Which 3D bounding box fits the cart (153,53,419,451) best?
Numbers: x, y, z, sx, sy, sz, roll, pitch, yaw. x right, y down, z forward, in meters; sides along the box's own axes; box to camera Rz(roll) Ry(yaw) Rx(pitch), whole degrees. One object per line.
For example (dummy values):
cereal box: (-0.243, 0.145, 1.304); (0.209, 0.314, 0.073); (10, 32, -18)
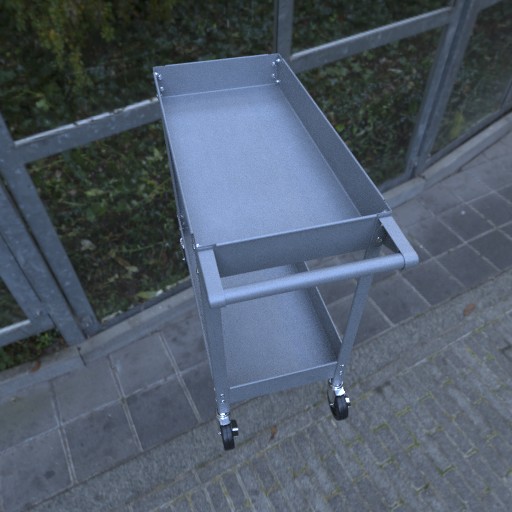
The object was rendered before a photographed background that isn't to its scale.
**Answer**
cart: (0.000, 0.000, 1.168); (0.366, 0.719, 0.779); (-11, 48, -10)
